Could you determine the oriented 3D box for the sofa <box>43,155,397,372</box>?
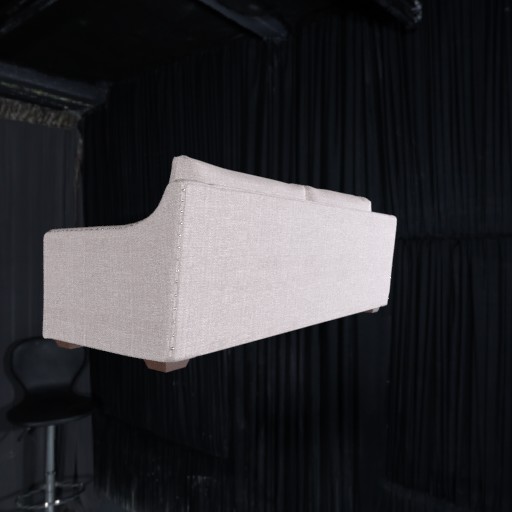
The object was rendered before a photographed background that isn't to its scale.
[{"bbox_3d":[0.000,0.000,2.738,1.000,0.857,2.208,1,1,37],"label":"sofa"}]
